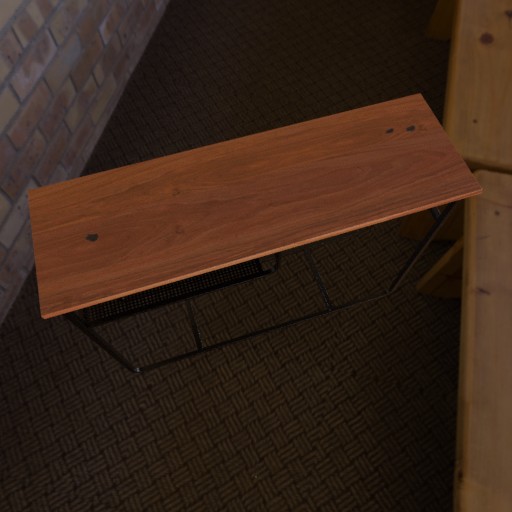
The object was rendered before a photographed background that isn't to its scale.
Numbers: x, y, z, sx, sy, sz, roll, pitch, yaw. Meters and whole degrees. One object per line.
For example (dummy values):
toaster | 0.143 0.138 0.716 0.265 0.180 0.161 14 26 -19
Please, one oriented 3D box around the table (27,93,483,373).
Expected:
table | 0.000 0.000 1.455 1.100 0.750 0.350 -16 65 -8
